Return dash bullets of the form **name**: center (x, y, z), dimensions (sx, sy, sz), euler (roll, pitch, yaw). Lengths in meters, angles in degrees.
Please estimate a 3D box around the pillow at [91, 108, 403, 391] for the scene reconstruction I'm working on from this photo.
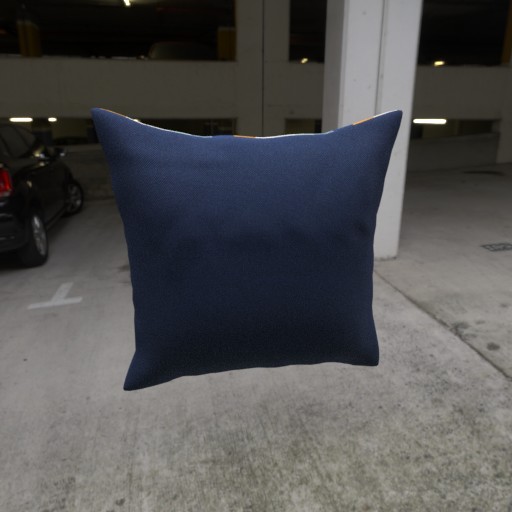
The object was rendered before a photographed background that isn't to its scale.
- **pillow**: center (0.000, 0.000, 0.719), dimensions (0.463, 0.454, 0.173), euler (-3, 18, -10)
